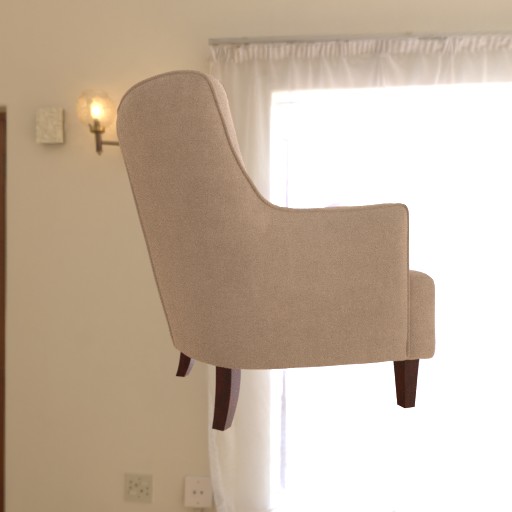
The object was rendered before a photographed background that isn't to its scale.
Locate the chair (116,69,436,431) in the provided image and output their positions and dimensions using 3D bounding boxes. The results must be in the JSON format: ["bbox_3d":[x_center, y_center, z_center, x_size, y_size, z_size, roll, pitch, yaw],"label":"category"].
[{"bbox_3d":[0.000,0.000,1.515,0.910,0.920,0.781,0,0,-20],"label":"chair"}]
